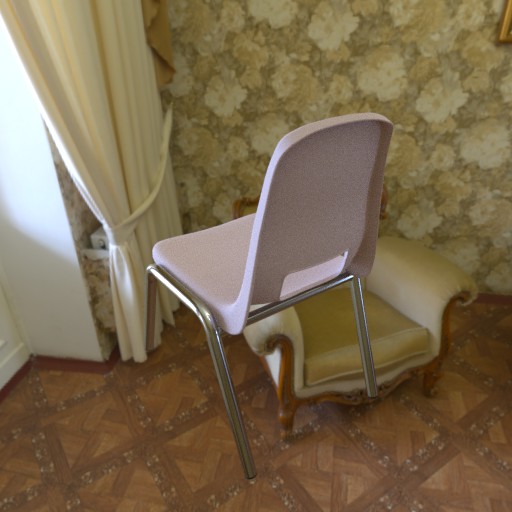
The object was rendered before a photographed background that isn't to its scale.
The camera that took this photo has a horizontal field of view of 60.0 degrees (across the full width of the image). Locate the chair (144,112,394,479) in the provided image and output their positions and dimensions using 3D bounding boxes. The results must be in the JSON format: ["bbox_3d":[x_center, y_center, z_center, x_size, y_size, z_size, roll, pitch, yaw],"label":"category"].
[{"bbox_3d":[0.000,0.000,0.837,0.354,0.586,0.423,-19,35,-30],"label":"chair"}]
